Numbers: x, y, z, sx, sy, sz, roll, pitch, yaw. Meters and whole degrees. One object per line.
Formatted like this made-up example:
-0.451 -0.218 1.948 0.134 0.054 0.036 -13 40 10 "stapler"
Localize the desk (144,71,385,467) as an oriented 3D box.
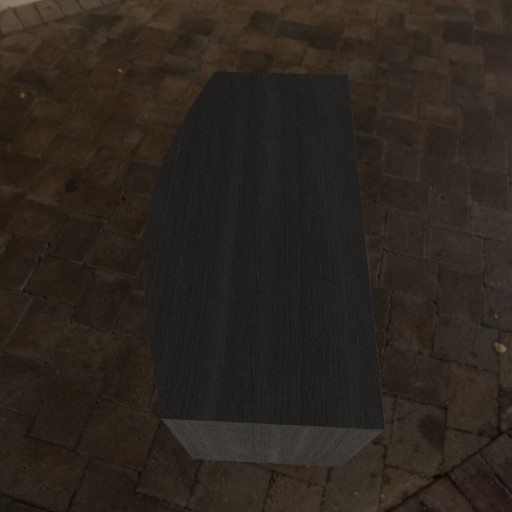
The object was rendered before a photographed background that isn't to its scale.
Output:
0.000 0.000 1.999 0.802 0.750 1.600 2 57 1 "desk"
